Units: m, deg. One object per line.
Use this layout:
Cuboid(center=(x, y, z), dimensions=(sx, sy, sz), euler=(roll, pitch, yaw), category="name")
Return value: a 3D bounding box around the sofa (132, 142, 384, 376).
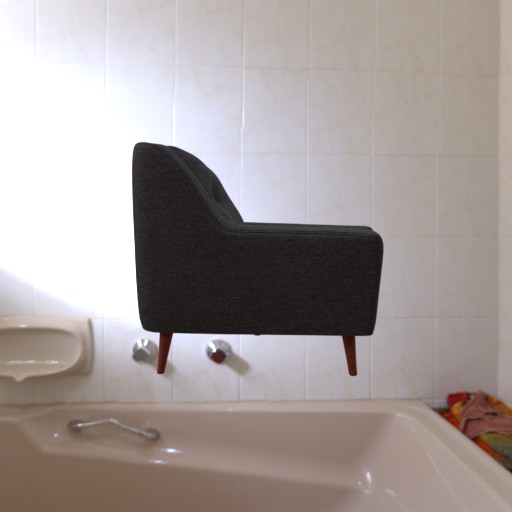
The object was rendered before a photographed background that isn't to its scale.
Cuboid(center=(0.000, 0.000, 2.490), dimensions=(0.975, 0.896, 1.929), euler=(0, 1, -1), category="sofa")
